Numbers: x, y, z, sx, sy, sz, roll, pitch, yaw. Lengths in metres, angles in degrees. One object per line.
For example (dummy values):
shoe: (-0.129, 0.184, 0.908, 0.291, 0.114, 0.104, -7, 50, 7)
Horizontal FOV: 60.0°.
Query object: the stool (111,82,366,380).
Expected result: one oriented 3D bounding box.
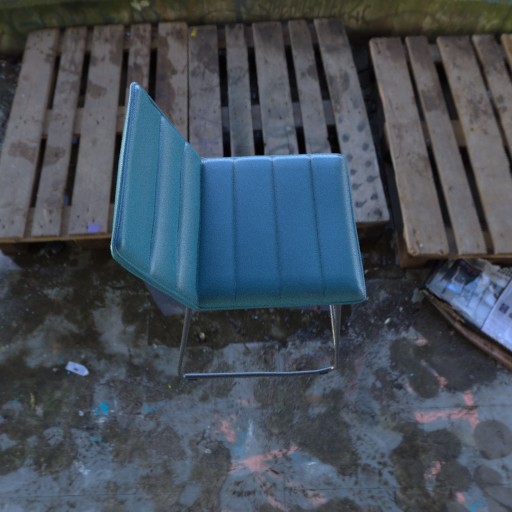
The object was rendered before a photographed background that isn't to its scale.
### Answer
stool: (0.000, 0.000, 1.184, 0.524, 0.866, 0.489, -2, 65, -1)
